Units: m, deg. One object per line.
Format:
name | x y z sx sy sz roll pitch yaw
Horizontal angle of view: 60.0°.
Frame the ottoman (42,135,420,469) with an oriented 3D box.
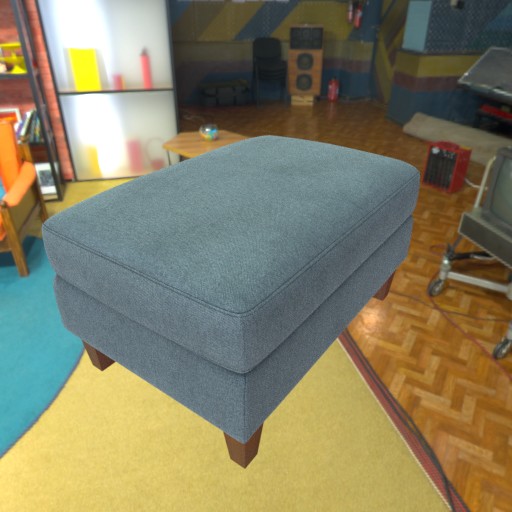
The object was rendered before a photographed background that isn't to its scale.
ottoman | 0.000 0.000 1.192 0.584 0.483 0.864 20 36 31
